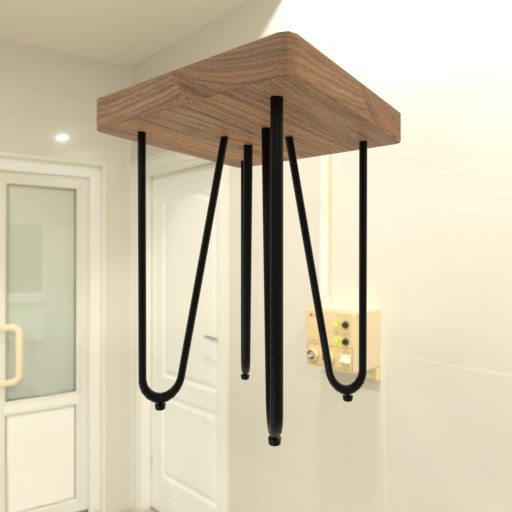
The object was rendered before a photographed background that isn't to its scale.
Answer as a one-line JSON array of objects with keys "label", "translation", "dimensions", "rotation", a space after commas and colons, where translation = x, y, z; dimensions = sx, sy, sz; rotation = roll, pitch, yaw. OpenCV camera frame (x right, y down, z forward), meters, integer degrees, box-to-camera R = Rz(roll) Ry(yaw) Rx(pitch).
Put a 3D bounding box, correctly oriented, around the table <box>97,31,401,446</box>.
[{"label": "table", "translation": [0.000, 0.000, 0.956], "dimensions": [0.479, 0.641, 0.480], "rotation": [0, 0, 37]}]
